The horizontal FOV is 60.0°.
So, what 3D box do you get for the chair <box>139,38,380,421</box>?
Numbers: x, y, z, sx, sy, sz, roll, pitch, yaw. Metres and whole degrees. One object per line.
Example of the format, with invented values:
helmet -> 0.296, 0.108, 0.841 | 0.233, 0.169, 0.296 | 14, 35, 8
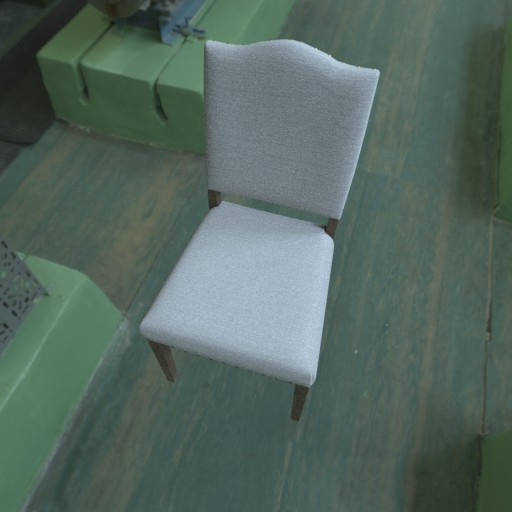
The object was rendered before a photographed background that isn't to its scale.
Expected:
chair -> 0.000, 0.000, 1.319 | 0.508, 1.020, 0.620 | 14, 58, 9
